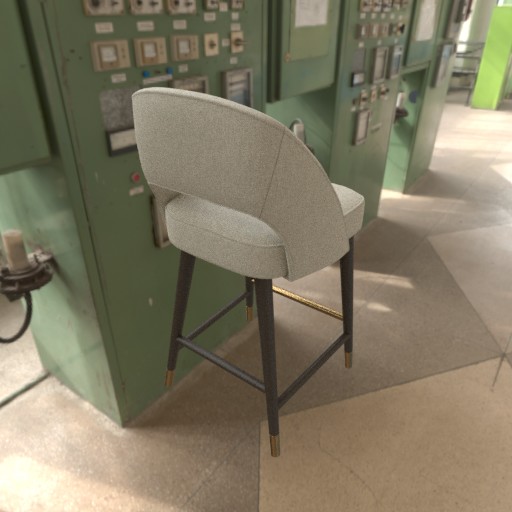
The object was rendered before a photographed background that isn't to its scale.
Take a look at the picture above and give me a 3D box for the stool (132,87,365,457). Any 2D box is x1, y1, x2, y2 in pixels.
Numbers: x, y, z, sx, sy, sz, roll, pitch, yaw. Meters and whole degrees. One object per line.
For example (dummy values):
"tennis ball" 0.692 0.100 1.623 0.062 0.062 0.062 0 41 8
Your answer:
"stool" 0.000 0.000 1.234 0.494 0.940 0.509 21 36 32
